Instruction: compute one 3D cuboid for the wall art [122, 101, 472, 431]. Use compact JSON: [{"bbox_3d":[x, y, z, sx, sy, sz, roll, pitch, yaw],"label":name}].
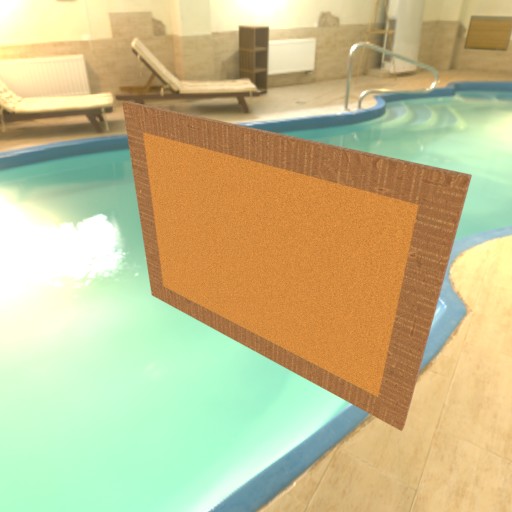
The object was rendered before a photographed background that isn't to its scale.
[{"bbox_3d":[0.000,0.000,1.336,1.056,0.761,0.020,22,38,31],"label":"wall art"}]
